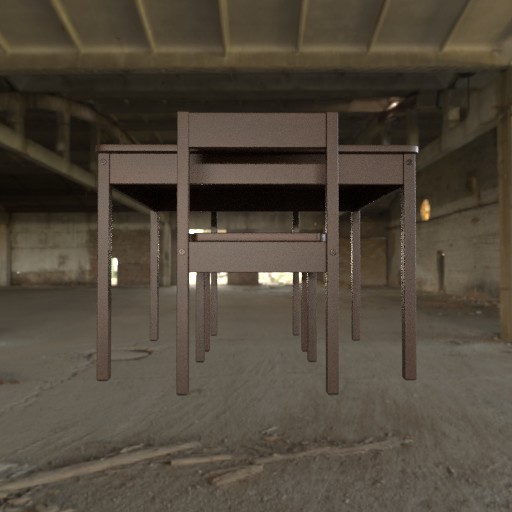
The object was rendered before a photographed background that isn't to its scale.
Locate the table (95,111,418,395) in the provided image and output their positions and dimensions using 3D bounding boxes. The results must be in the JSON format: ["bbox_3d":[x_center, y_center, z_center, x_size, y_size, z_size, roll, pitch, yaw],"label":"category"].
[{"bbox_3d":[0.000,0.000,1.115,0.650,0.503,0.672,0,-1,-1],"label":"table"}]
